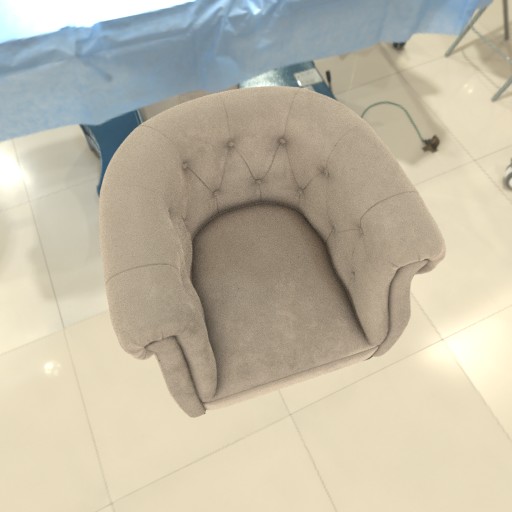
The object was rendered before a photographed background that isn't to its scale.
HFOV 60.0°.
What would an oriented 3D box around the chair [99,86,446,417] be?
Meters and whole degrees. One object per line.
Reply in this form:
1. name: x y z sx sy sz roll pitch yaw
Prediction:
1. chair: 0.000 0.000 1.556 0.904 0.826 0.851 -16 64 -8
